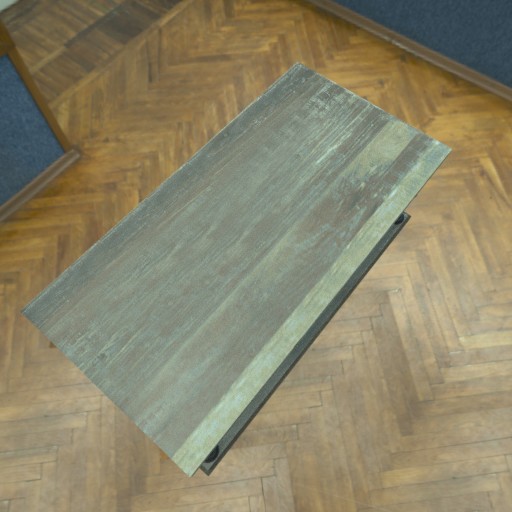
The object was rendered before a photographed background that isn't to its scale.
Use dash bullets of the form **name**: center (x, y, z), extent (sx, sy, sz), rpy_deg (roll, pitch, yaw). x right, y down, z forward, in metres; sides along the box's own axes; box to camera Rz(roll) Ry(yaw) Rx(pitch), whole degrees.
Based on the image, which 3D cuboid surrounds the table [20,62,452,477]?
- **table**: center (0.000, 0.000, 1.337), extent (0.554, 0.399, 1.088), rpy_deg (37, 69, 16)
